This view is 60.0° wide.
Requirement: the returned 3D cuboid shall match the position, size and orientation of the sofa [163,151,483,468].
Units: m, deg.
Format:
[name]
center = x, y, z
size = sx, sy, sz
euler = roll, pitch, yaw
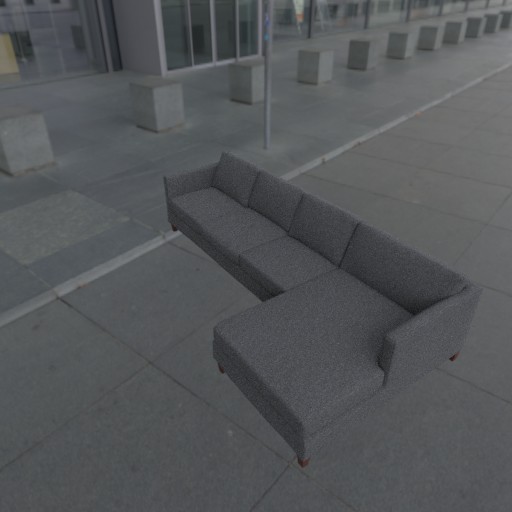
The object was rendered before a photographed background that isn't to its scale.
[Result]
[sofa]
center = 0.000, 0.000, 3.886
size = 1.625, 0.846, 3.186
euler = -21, 38, -29
